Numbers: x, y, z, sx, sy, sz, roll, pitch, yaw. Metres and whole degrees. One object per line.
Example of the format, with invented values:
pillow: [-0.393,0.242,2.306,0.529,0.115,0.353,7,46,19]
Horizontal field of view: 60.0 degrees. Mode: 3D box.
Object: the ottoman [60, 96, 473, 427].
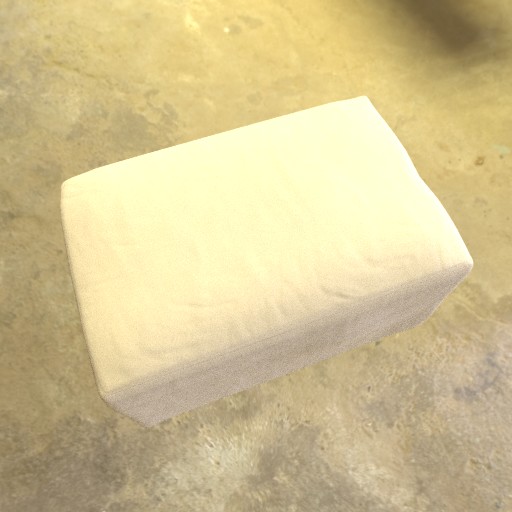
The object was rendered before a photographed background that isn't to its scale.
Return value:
ottoman: [0.000,0.000,1.175,0.872,0.444,0.590,-18,64,-9]
